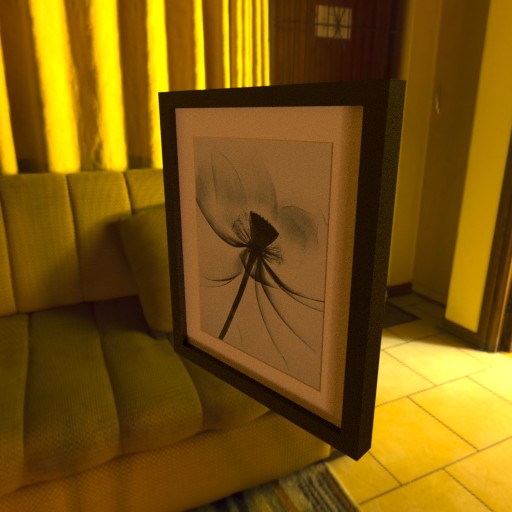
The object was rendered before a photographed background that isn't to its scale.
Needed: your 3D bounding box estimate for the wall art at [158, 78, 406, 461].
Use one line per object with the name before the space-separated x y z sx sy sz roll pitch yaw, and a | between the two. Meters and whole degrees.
wall art | 0.000 0.000 0.535 0.330 0.381 0.029 17 24 42
